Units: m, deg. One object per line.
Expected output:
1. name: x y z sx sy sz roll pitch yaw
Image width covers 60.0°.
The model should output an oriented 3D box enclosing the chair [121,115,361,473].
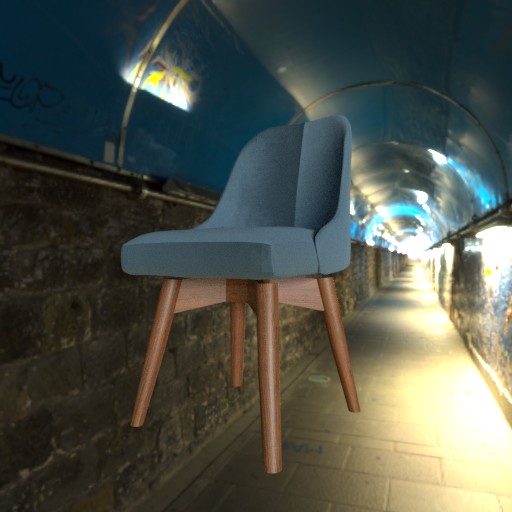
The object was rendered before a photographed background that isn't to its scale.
1. chair: 0.000 0.000 1.235 0.503 0.882 0.589 0 0 35
